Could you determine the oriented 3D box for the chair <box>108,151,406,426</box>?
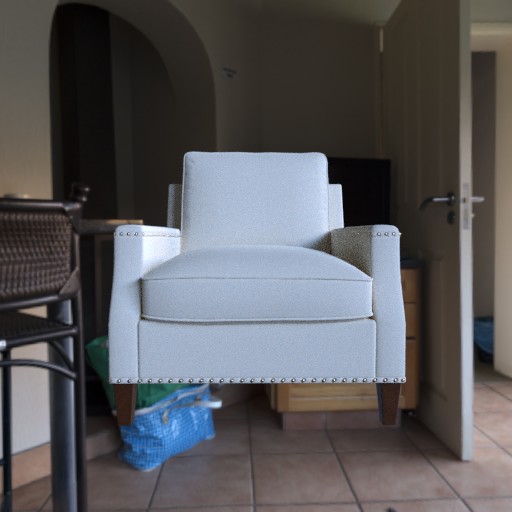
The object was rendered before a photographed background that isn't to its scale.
[{"bbox_3d":[0.000,0.000,1.715,0.853,0.943,1.014,0,2,0],"label":"chair"}]
